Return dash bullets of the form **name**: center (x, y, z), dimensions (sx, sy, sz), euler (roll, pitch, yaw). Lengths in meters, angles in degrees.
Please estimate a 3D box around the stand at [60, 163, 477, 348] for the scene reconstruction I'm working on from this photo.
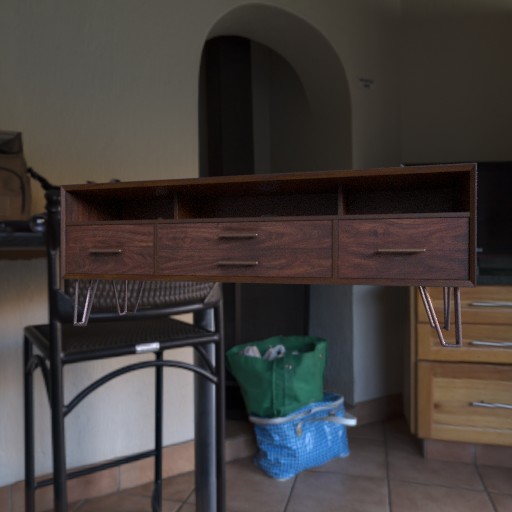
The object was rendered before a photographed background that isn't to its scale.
- **stand**: center (0.000, 0.000, 1.883), dimensions (1.626, 0.610, 0.481), euler (0, 0, 17)
